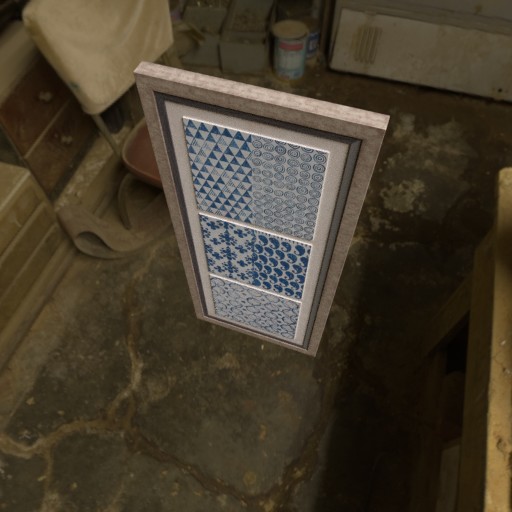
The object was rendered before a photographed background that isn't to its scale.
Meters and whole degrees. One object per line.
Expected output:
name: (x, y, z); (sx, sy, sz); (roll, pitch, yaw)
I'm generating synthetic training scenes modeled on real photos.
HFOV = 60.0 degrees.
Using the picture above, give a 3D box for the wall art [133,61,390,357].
wall art: (0.000, 0.000, 1.696); (0.648, 1.461, 0.051); (16, 58, 10)
